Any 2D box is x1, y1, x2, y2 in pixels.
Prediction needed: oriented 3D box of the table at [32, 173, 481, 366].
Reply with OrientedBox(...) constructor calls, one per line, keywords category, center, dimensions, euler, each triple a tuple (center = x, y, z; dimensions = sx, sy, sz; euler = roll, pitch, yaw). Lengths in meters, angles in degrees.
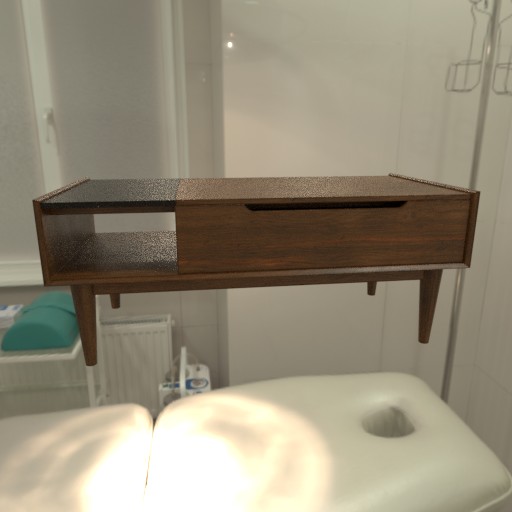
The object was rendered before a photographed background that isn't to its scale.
OrientedBox(category="table", center=(0.000, 0.000, 1.555), dimensions=(1.221, 0.508, 0.610), euler=(-2, 16, -8))
